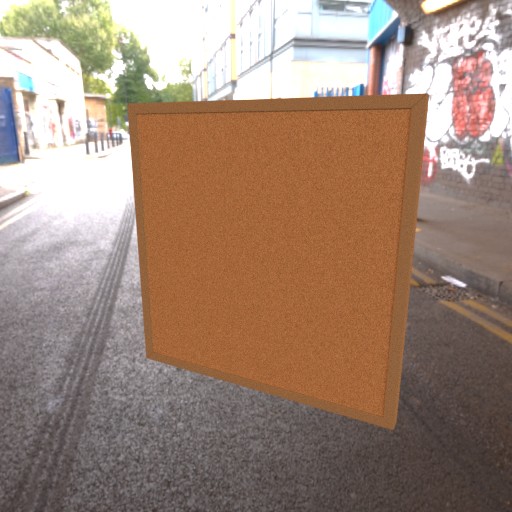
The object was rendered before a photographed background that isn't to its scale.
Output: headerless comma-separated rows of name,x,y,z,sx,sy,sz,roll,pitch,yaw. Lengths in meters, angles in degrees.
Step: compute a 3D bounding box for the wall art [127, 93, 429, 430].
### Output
wall art,0.000,0.000,1.142,0.761,0.761,0.037,8,18,26
